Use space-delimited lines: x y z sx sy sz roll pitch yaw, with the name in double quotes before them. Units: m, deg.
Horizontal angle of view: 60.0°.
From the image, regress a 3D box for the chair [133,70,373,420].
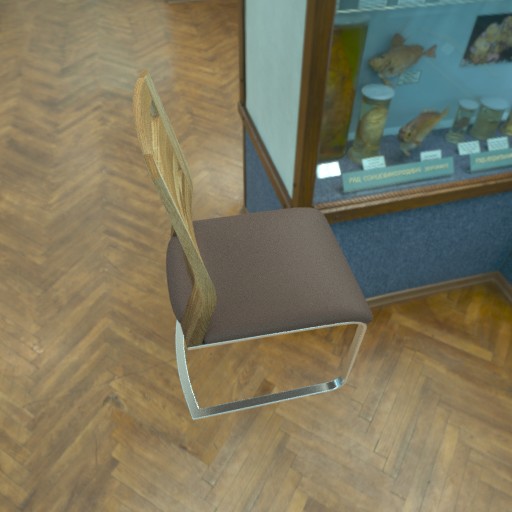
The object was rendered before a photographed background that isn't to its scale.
"chair" 0.000 0.000 1.259 0.570 0.970 0.460 -9 48 -8
